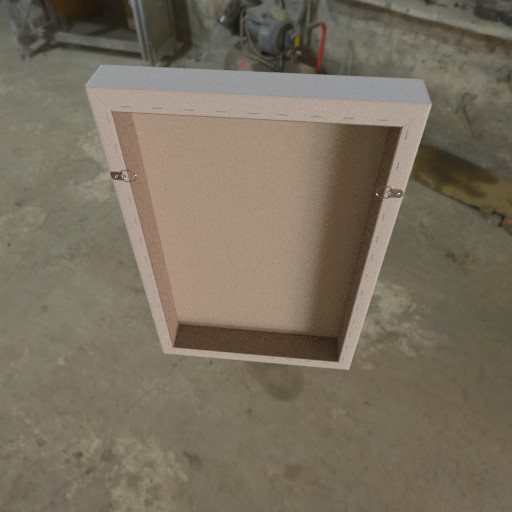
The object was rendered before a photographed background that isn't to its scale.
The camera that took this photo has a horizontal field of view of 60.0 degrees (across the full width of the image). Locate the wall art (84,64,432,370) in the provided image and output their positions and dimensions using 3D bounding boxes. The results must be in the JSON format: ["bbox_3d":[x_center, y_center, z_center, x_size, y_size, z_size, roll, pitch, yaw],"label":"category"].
[{"bbox_3d":[0.000,0.000,0.472,0.252,0.381,0.039,4,47,4],"label":"wall art"}]
